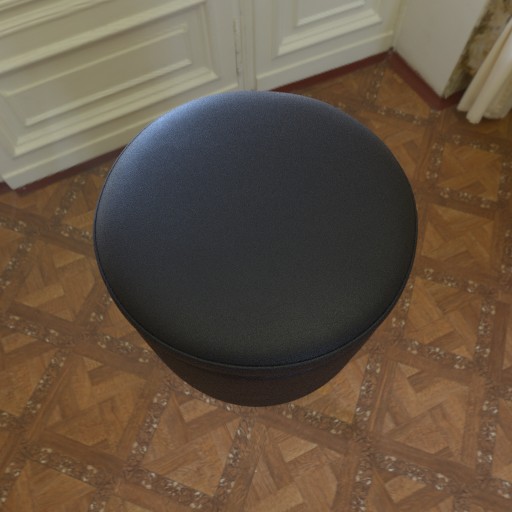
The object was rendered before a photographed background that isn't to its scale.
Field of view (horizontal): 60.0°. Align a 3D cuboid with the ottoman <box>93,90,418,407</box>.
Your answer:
[{"bbox_3d":[0.000,0.000,0.835,0.501,0.409,0.501,0,64,0],"label":"ottoman"}]
